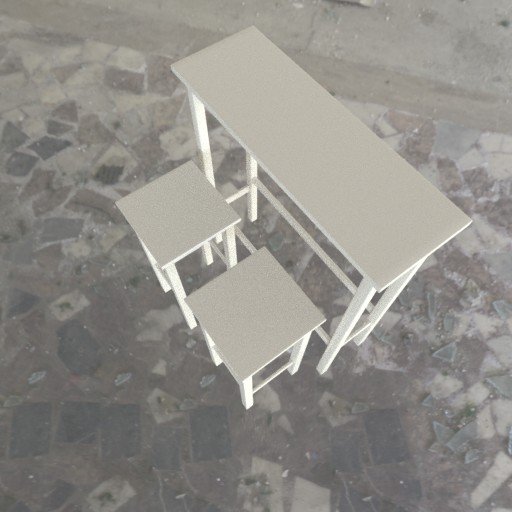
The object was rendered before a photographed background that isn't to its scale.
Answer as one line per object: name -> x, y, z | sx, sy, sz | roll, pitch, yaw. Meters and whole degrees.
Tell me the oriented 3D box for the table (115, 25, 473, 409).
table -> 0.000, 0.000, 1.641 | 0.650, 1.065, 0.915 | -33, 68, -16
